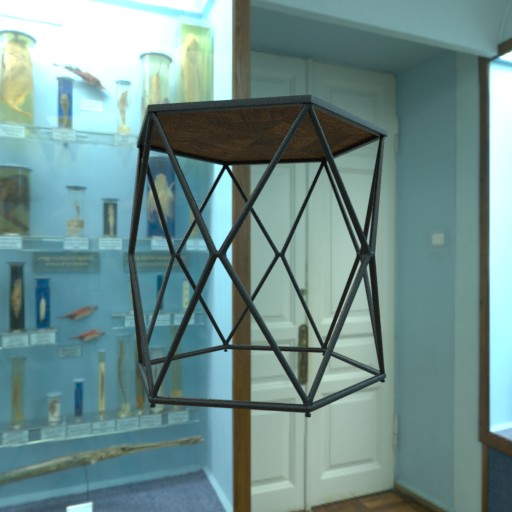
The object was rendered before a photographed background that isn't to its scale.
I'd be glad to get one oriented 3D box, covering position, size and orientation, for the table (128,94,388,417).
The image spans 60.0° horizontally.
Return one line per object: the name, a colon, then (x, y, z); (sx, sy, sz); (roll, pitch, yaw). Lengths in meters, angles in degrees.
table: (0.000, 0.000, 1.042); (0.579, 0.564, 0.578); (0, 0, -19)
